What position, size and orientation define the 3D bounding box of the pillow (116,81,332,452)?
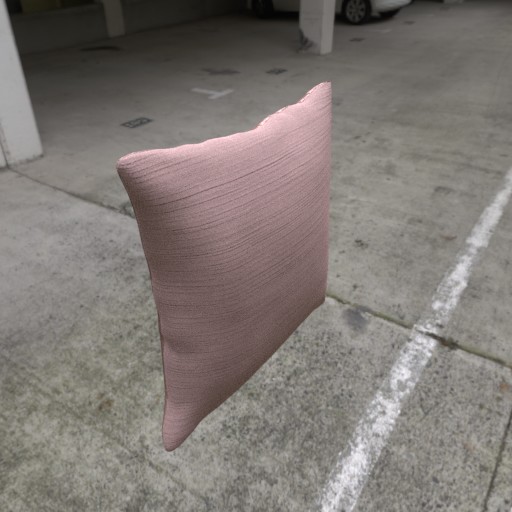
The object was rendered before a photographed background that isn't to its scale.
[{"bbox_3d":[0.000,0.000,0.713,0.175,0.464,0.470,20,37,29],"label":"pillow"}]
